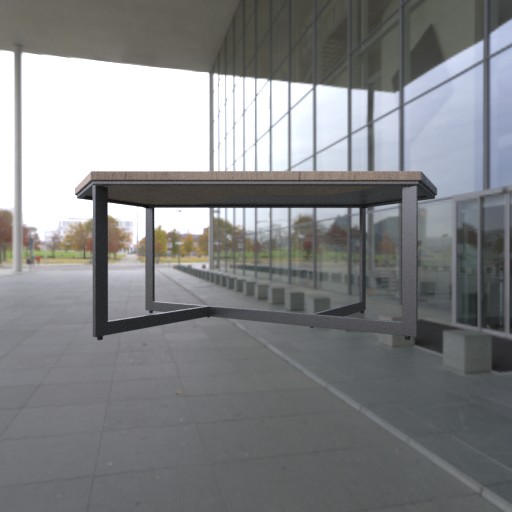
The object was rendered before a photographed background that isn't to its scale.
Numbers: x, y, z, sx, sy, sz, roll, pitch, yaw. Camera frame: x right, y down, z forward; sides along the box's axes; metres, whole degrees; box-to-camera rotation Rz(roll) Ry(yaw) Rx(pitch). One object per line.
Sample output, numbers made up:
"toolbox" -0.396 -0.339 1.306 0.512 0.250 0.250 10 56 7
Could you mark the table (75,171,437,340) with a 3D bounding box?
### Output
"table" 0.000 0.000 1.492 1.219 0.457 0.609 0 0 0
